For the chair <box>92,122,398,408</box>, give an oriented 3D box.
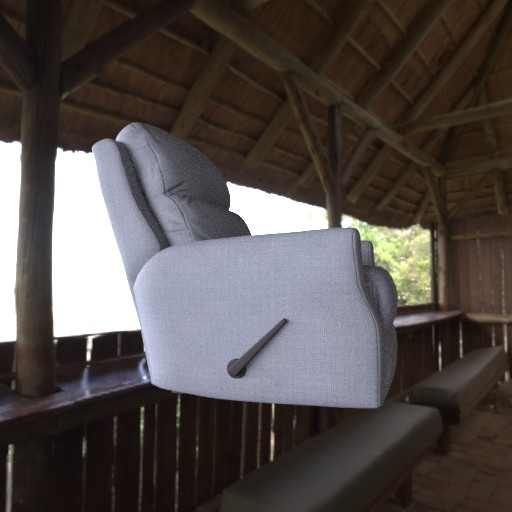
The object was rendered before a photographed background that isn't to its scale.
[{"bbox_3d":[0.000,0.000,1.778,1.080,1.030,0.829,-1,-2,18],"label":"chair"}]
